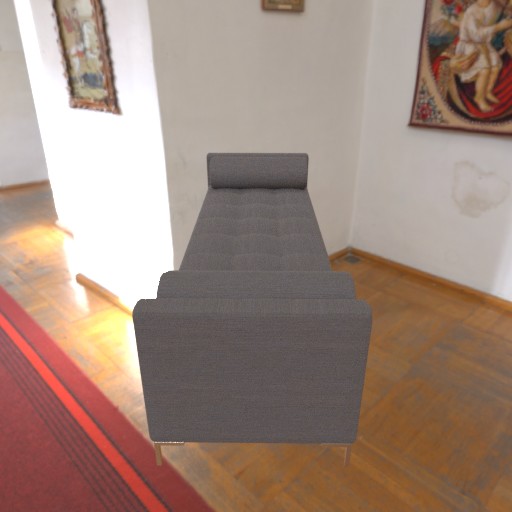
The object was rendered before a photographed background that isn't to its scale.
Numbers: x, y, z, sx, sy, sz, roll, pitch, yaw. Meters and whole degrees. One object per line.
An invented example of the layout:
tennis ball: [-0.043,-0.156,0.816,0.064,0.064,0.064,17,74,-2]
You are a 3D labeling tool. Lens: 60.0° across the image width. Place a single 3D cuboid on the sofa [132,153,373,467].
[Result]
sofa: [0.000,0.000,2.252,0.686,0.635,1.981,0,26,1]
